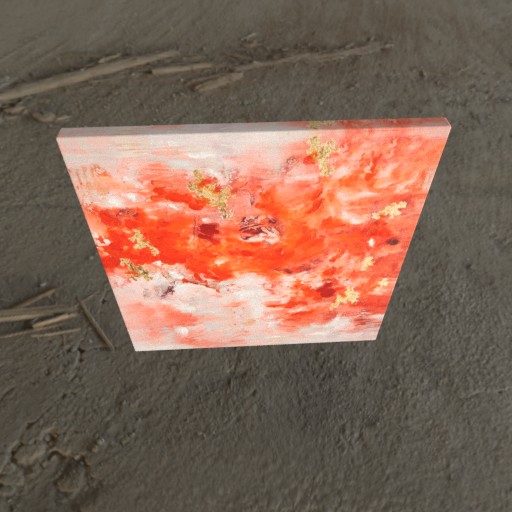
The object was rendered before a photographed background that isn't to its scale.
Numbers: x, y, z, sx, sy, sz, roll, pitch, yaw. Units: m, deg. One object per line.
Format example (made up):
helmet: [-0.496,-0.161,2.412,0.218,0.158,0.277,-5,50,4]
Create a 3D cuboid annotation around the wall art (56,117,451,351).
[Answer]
wall art: [0.000,0.000,1.125,0.747,0.746,0.064,-2,47,-2]
